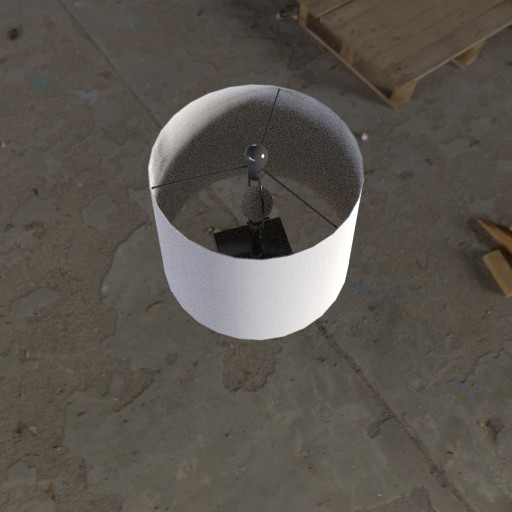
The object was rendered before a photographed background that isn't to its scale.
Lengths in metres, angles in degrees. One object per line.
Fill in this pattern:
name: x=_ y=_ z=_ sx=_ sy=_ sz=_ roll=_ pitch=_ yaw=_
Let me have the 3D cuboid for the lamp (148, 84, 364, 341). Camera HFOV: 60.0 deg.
lamp: x=0.000 y=0.000 z=0.791 sx=0.320 sy=0.591 sz=0.320 roll=0 pitch=64 yaw=0
